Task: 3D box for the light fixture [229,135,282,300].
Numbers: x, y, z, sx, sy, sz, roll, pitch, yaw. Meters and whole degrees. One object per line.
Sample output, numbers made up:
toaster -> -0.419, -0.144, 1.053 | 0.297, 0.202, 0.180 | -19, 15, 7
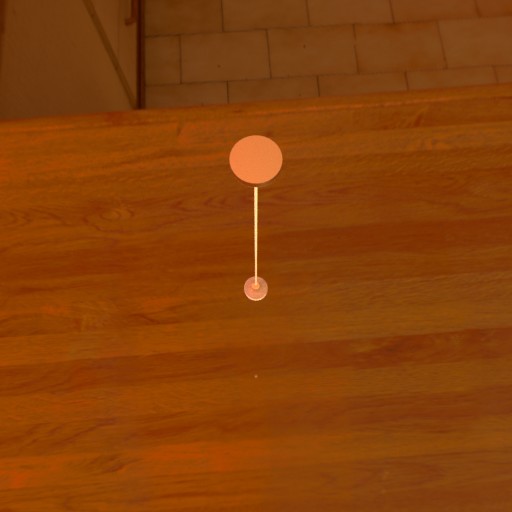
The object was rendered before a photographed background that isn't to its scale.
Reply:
light fixture -> 0.000, 0.000, 1.811 | 0.129, 1.669, 0.129 | -33, 77, -9
